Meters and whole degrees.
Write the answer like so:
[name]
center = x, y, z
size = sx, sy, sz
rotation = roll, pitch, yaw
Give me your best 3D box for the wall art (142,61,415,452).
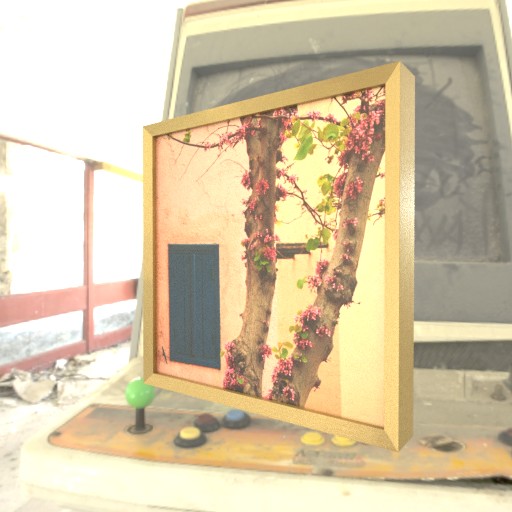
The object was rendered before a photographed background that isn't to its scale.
[wall art]
center = 0.000, 0.000, 0.450
size = 0.304, 0.305, 0.038
rotation = 1, 1, 36
